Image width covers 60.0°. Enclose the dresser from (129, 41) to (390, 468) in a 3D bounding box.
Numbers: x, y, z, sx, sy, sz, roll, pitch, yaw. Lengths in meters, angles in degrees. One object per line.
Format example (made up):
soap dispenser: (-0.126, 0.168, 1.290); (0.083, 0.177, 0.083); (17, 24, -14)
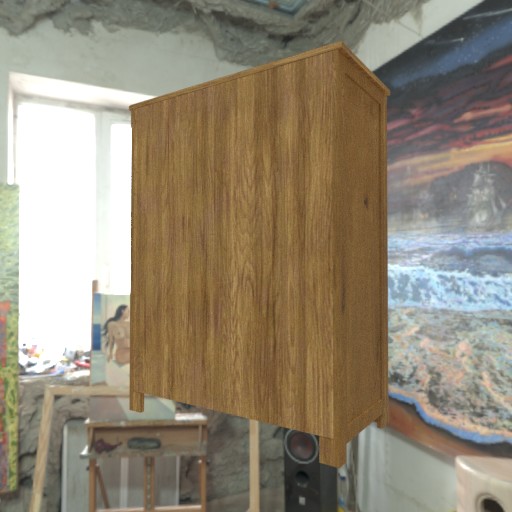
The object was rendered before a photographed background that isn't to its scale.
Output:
dresser: (0.000, 0.000, 2.008); (1.081, 1.431, 0.558); (-1, -1, 35)
